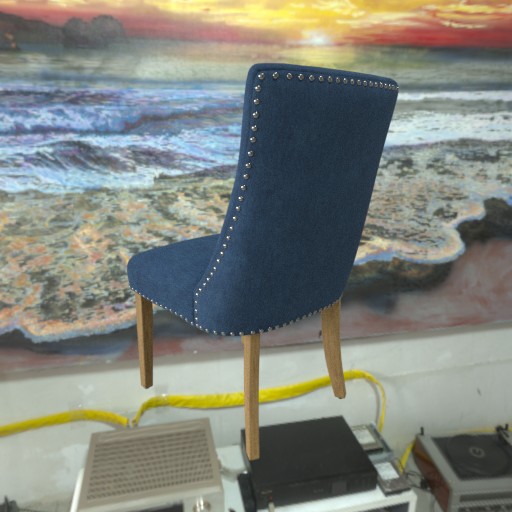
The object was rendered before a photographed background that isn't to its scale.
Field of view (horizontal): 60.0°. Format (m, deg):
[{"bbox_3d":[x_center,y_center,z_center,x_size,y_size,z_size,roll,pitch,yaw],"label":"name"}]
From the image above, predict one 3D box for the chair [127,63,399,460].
[{"bbox_3d":[0.000,0.000,1.219,0.495,0.902,0.610,-15,22,-41],"label":"chair"}]
